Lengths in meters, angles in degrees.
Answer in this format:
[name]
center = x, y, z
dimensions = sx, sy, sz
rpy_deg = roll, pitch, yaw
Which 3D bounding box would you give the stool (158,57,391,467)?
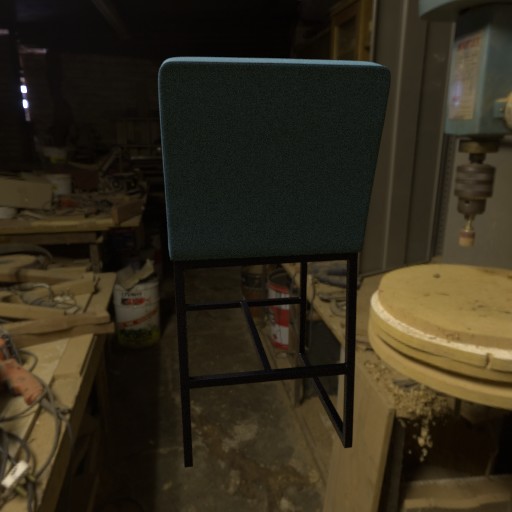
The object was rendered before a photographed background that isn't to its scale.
[stool]
center = 0.000, 0.000, 1.220
dimensions = 0.460, 0.940, 0.560
rpy_deg = -3, 17, -9
